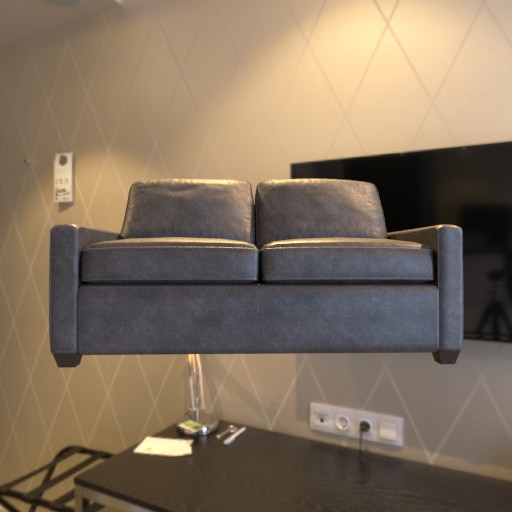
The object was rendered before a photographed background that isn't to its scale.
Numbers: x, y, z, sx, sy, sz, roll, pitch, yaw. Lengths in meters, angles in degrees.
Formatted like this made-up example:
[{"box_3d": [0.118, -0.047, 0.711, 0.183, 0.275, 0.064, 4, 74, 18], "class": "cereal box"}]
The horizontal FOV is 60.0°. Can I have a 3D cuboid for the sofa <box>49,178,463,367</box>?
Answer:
[{"box_3d": [0.000, 0.000, 2.282, 1.732, 0.916, 0.939, 0, 0, -2], "class": "sofa"}]
